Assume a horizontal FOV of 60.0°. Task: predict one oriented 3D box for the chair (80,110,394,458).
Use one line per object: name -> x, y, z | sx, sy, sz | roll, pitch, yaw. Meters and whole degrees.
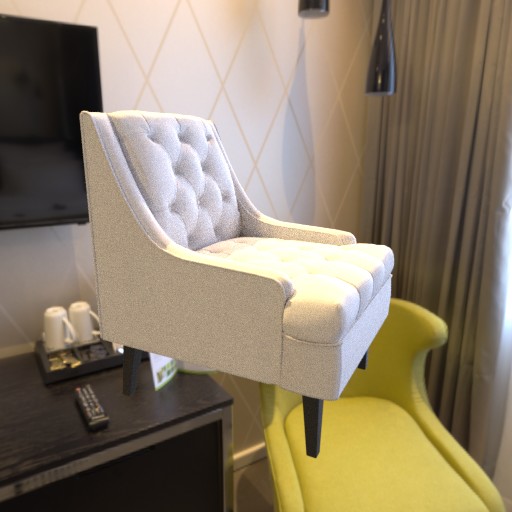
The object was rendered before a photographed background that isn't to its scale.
chair -> 0.000, 0.000, 1.419 | 0.772, 0.891, 0.658 | 7, 16, 26
